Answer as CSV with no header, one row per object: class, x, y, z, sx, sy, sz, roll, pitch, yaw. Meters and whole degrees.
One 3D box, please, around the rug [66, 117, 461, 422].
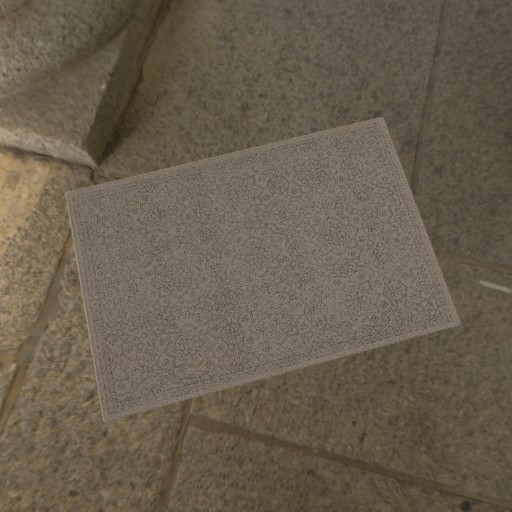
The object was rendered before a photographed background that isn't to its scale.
rug,0.000,0.000,2.907,2.286,0.011,1.524,-14,76,-4
